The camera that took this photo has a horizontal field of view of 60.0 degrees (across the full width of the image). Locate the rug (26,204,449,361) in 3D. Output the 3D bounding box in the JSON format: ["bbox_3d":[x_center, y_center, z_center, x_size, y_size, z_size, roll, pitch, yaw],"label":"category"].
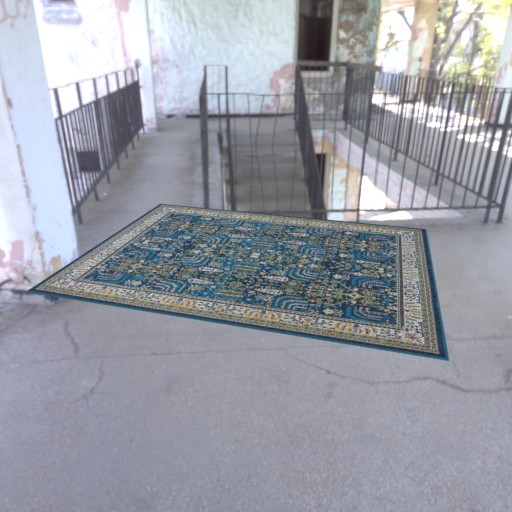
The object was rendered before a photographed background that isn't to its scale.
[{"bbox_3d":[0.000,0.000,4.002,3.044,0.015,2.226,7,26,14],"label":"rug"}]
